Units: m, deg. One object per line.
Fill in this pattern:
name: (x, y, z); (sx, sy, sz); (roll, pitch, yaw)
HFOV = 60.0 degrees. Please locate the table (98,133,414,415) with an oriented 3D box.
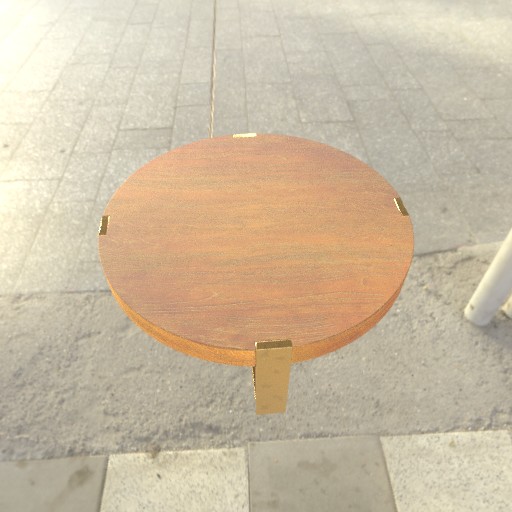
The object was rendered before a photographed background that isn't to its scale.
table: (0.000, 0.000, 1.745); (1.100, 0.420, 1.100); (0, 47, 0)
